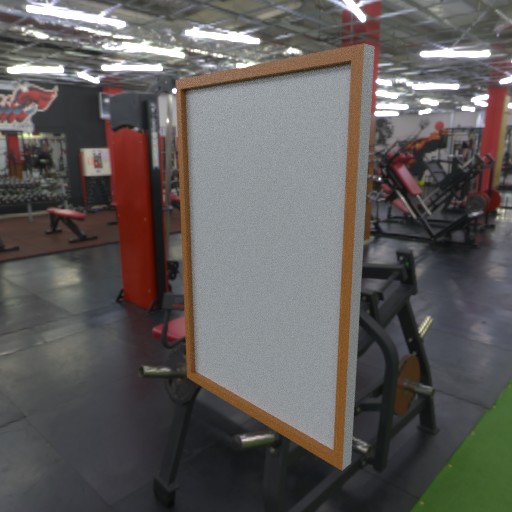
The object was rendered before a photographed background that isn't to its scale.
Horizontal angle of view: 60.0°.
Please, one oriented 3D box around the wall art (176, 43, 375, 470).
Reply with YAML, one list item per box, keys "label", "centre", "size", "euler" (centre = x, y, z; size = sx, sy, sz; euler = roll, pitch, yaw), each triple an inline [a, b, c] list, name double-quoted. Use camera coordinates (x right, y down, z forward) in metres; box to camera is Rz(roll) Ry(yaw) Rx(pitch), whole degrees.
- label: "wall art"
  centre: [0.000, 0.000, 1.148]
  size: [0.037, 0.916, 0.610]
  euler: [-13, 18, -43]
